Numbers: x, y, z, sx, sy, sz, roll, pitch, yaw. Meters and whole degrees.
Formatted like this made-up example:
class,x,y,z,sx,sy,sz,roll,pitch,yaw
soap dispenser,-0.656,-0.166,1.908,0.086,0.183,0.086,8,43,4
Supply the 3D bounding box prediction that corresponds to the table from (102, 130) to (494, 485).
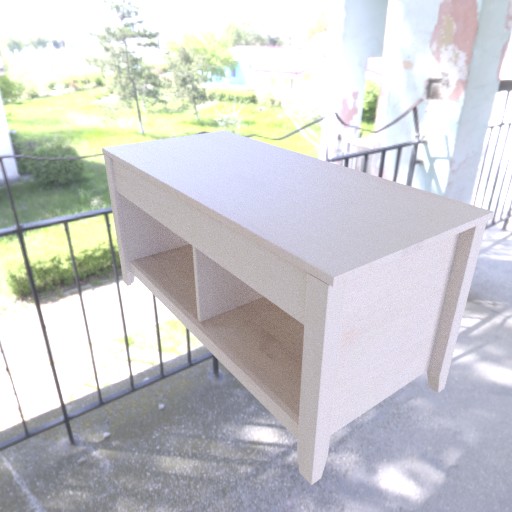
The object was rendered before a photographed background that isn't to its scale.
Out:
class,x,y,z,sx,sy,sz,roll,pitch,yaw
table,0.000,0.000,1.255,0.457,0.483,1.016,-18,32,-32
